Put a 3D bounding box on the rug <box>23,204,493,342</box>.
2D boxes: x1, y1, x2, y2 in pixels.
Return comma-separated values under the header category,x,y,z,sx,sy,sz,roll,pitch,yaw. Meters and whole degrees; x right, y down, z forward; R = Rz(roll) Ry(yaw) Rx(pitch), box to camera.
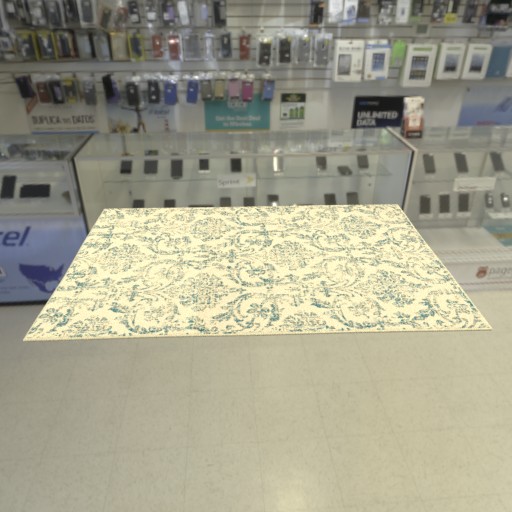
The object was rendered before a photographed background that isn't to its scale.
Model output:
category,x,y,z,sx,sy,sz,roll,pitch,yaw
rug,0.000,0.000,3.368,2.746,0.018,1.819,-1,31,-2
